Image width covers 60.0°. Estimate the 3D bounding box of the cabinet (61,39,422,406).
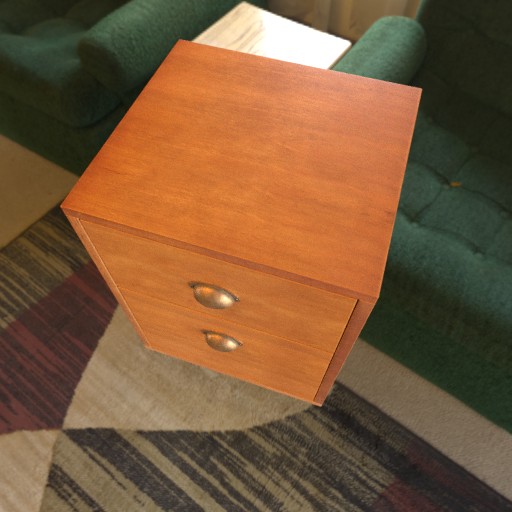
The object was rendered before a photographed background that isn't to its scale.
[{"bbox_3d":[0.000,0.000,0.866,0.409,0.579,0.401,16,60,10],"label":"cabinet"}]
